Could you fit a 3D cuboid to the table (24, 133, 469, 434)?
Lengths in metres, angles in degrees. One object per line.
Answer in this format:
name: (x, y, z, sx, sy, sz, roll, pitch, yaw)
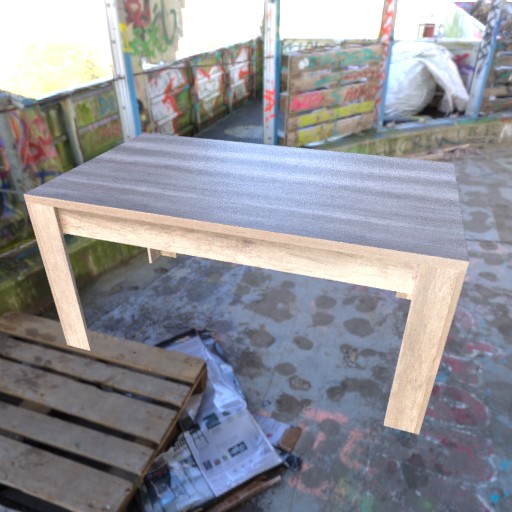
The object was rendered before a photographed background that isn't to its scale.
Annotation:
table: (0.000, 0.000, 2.068, 1.600, 0.775, 0.900, 10, 32, 15)
